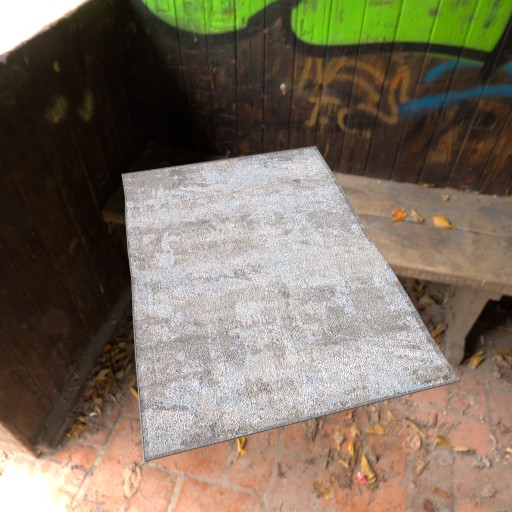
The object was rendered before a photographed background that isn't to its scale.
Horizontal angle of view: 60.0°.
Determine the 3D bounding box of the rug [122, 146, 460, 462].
[{"bbox_3d":[0.000,0.000,4.270,2.393,0.013,3.307,-11,48,-10],"label":"rug"}]
